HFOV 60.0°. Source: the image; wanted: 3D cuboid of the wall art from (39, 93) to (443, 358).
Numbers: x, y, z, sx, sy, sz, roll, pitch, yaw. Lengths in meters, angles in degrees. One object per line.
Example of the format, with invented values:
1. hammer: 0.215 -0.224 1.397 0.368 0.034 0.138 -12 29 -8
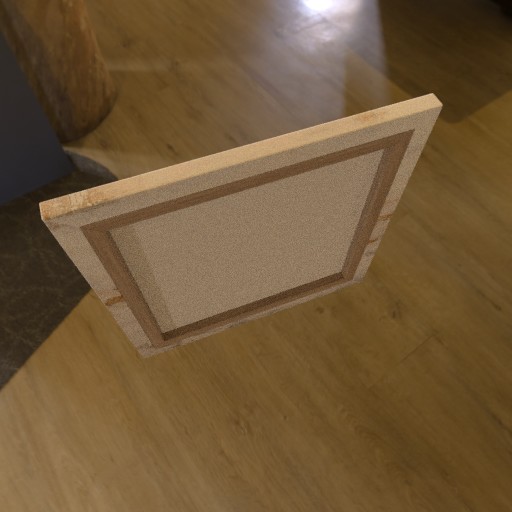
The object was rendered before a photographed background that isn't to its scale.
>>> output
1. wall art: 0.000 0.000 1.117 0.753 0.755 0.038 -18 62 -10
